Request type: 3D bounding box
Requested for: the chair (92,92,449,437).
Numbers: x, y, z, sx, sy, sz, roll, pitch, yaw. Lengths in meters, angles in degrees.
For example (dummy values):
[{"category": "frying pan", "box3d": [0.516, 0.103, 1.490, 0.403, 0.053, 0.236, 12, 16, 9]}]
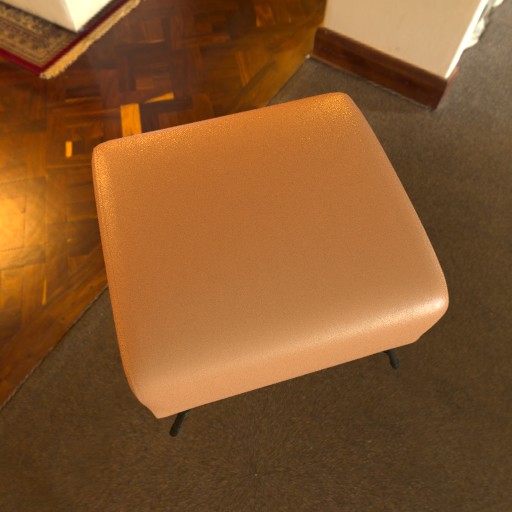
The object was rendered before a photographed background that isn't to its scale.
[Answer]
[{"category": "chair", "box3d": [0.000, 0.000, 0.898, 0.530, 0.410, 0.530, -14, 65, -7]}]
